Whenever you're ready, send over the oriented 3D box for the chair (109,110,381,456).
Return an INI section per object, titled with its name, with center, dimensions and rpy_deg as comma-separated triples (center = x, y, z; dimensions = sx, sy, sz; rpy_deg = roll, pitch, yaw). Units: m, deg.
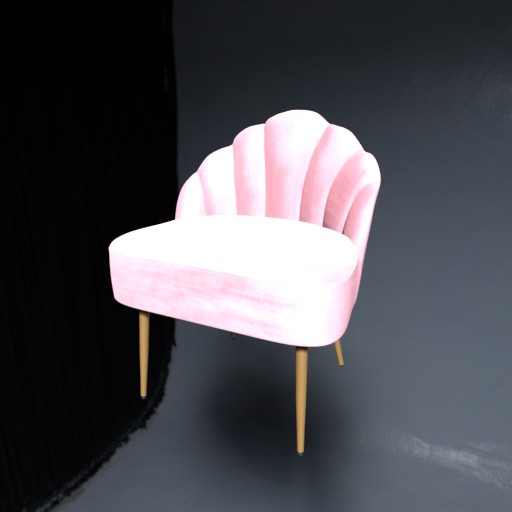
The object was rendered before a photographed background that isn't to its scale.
[chair]
center = 0.000, 0.000, 1.279
dimensions = 0.657, 0.819, 0.599
rpy_deg = 8, 18, 27
